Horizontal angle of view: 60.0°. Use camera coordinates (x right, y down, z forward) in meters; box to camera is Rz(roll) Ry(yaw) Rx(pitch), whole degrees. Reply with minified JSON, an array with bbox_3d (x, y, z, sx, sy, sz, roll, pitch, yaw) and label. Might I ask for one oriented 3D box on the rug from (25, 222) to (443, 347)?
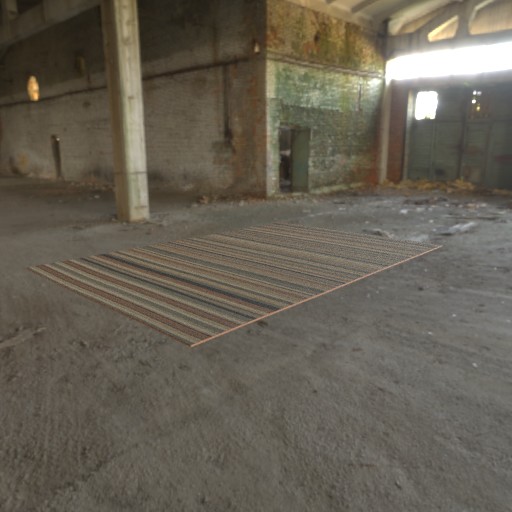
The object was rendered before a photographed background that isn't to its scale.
[{"bbox_3d":[0.000,0.000,2.287,1.219,0.008,1.829,12,18,42],"label":"rug"}]
